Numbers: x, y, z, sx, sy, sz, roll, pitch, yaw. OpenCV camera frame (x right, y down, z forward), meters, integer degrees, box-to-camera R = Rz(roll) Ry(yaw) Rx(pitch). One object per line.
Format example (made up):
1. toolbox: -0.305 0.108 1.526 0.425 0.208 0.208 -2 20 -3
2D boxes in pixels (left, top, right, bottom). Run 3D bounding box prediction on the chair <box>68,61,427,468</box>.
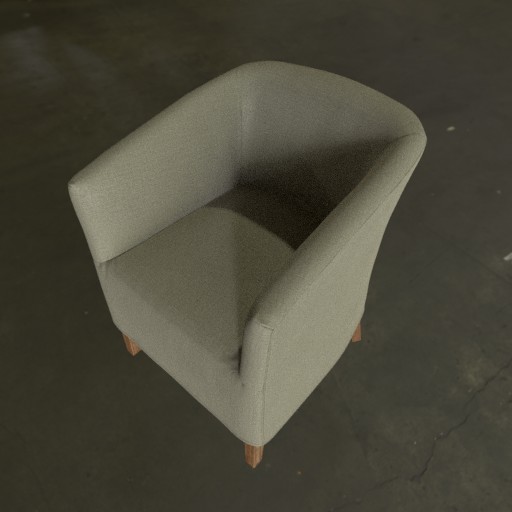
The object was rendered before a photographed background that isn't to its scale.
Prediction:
1. chair: 0.000 0.000 1.199 0.600 0.771 0.668 33 54 27
